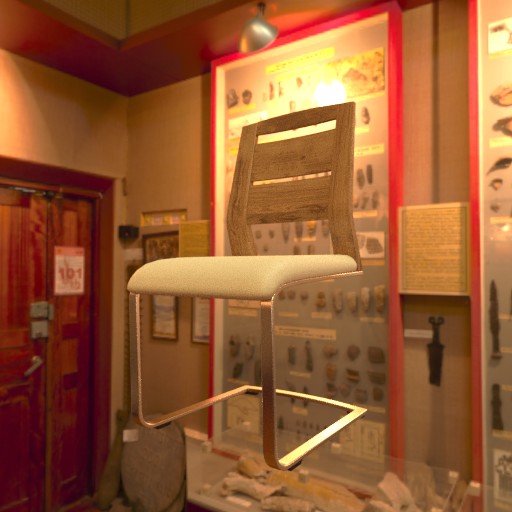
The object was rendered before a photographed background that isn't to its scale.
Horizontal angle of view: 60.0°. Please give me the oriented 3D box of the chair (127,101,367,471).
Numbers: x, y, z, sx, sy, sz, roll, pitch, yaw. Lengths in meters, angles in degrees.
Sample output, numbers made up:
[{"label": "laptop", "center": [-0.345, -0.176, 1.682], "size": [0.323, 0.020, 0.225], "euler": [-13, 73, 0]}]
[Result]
[{"label": "chair", "center": [0.000, 0.000, 1.254], "size": [0.457, 0.955, 0.561], "euler": [-1, -1, 36]}]
